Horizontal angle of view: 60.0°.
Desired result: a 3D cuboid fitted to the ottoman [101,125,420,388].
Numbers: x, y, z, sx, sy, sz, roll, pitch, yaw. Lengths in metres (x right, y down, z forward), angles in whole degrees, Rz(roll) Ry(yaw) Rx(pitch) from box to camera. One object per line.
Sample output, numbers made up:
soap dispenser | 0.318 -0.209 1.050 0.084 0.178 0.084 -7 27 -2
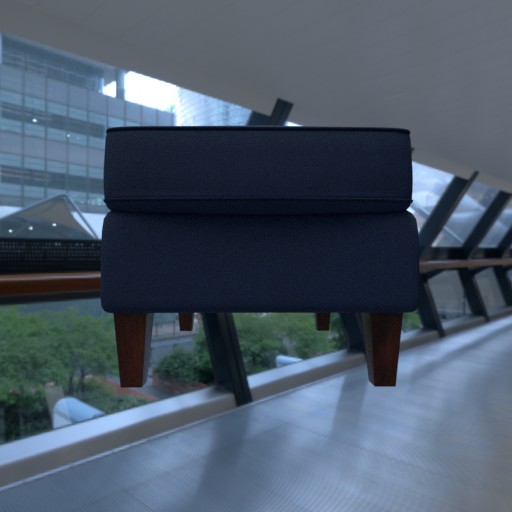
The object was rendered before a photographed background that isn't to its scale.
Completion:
ottoman | 0.000 0.000 1.392 0.686 0.584 0.965 0 -1 -1
